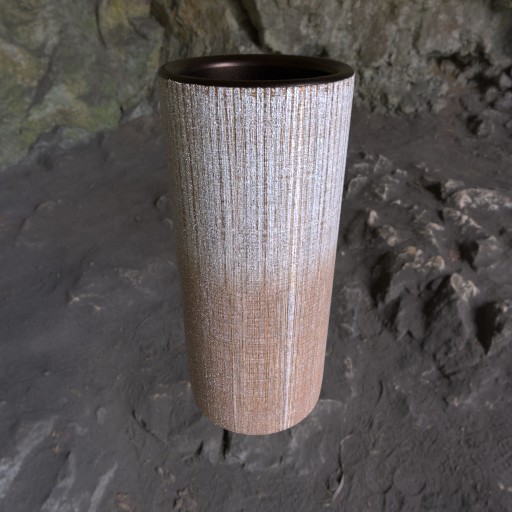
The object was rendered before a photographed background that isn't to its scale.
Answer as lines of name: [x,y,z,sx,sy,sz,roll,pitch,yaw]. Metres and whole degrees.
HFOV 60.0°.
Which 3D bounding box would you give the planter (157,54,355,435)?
planter: [0.000,0.000,0.285,0.100,0.227,0.100,1,31,2]
